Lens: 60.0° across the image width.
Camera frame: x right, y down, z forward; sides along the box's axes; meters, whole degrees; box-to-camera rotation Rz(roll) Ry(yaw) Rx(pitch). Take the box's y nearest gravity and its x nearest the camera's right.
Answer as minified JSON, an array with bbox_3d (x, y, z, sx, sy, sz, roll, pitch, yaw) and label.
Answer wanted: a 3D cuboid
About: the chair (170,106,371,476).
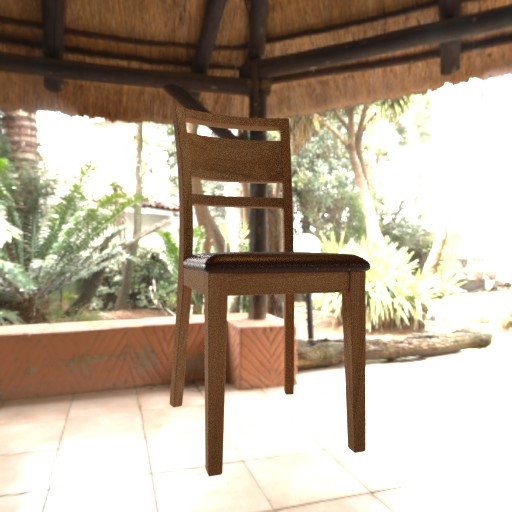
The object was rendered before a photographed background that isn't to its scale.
[{"bbox_3d":[0.000,0.000,1.245,0.420,0.940,0.545,0,0,-19],"label":"chair"}]
